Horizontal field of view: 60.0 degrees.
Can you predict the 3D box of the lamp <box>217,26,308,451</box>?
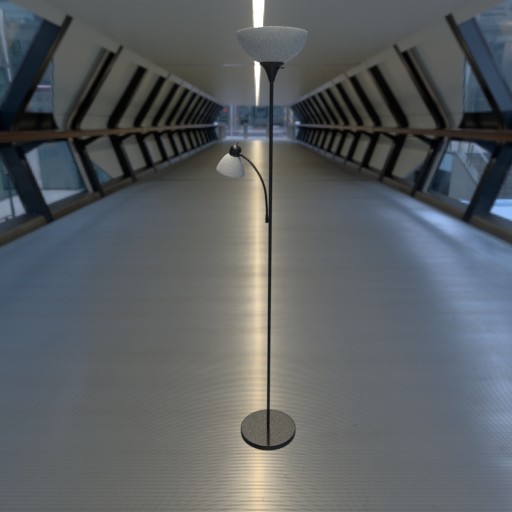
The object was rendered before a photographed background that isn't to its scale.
[{"bbox_3d":[0.000,0.000,2.005,0.442,1.804,0.279,17,24,42],"label":"lamp"}]
